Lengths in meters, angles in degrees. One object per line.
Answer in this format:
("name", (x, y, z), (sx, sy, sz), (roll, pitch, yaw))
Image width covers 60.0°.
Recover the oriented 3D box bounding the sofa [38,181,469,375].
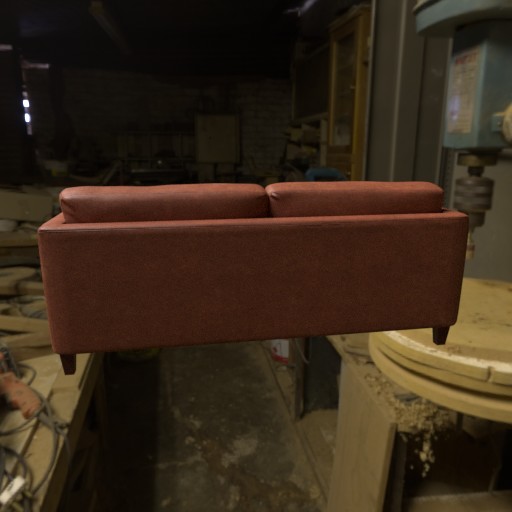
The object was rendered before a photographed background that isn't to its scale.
("sofa", (0.000, 0.000, 2.704), (2.204, 0.932, 0.950), (-2, 15, -9))
